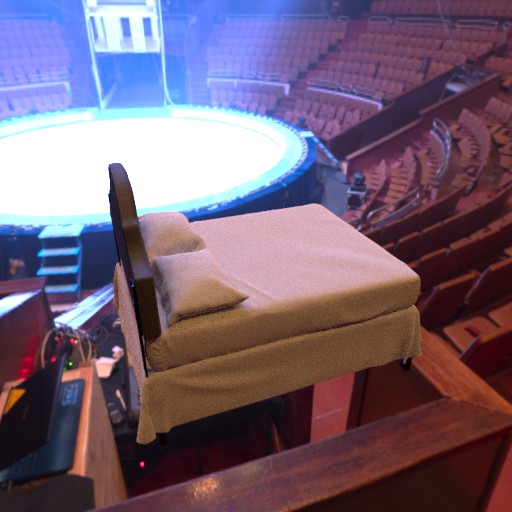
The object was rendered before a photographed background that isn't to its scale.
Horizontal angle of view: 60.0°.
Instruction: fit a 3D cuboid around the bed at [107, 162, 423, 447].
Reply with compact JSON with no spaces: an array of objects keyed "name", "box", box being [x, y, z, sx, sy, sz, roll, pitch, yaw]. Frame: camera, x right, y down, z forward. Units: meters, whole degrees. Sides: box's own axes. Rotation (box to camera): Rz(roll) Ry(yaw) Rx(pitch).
[{"name":"bed","box":[0.000,0.000,3.455,2.222,1.634,1.780,-10,30,-19]}]
